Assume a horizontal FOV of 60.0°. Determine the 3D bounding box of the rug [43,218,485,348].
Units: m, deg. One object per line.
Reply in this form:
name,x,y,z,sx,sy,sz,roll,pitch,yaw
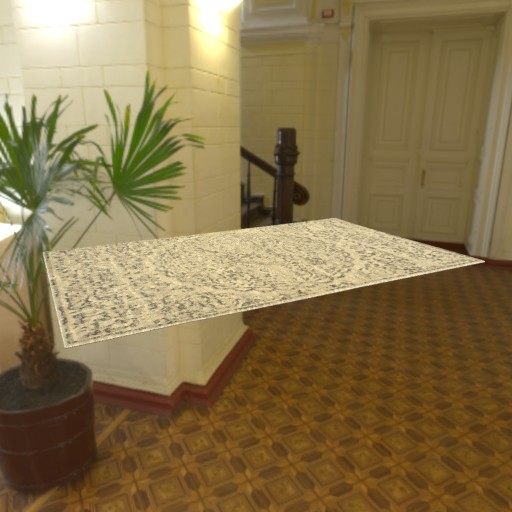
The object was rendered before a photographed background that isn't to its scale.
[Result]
rug,0.000,0.000,2.885,2.447,0.021,1.527,-8,18,-27
